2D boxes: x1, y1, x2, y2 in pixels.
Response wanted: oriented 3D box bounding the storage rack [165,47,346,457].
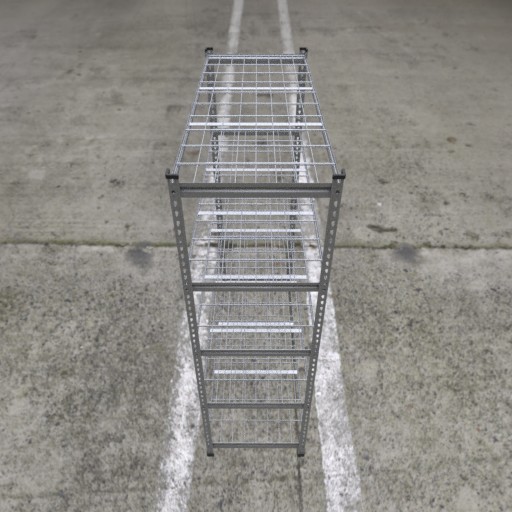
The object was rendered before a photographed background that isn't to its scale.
[{"bbox_3d":[0.000,0.000,2.701,0.610,1.981,1.524,0,40,0],"label":"storage rack"}]
